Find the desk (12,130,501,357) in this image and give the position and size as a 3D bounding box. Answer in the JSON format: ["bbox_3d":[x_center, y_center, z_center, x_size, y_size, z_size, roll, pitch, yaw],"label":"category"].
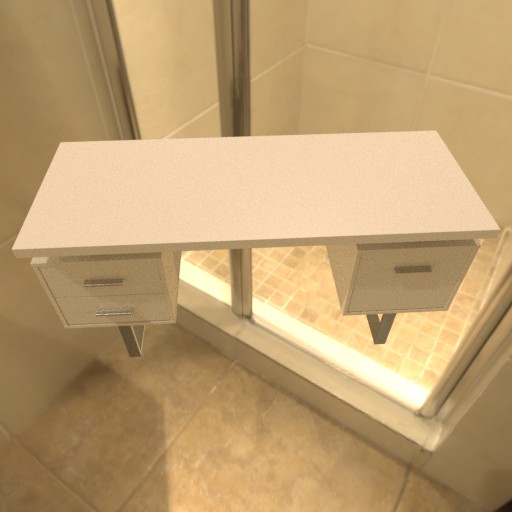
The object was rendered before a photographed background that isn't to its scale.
[{"bbox_3d":[0.000,0.000,1.866,1.530,0.773,0.603,-2,46,-2],"label":"desk"}]
